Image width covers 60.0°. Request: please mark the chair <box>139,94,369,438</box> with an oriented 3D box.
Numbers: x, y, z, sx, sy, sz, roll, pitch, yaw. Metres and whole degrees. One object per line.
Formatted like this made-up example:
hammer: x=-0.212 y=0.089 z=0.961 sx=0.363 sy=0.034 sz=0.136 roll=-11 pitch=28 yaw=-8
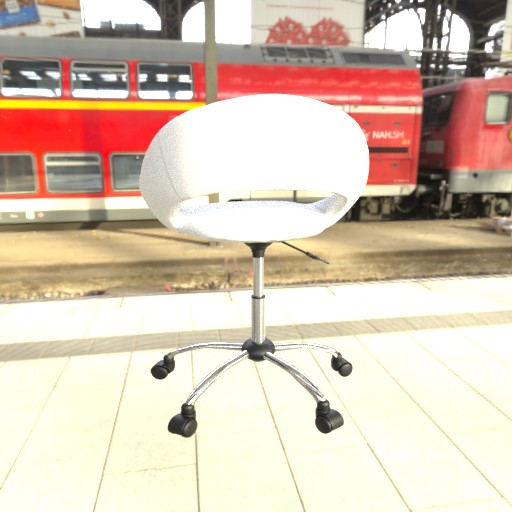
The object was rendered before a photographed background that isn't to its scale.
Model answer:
chair: x=0.000 y=0.000 z=1.215 sx=0.612 sy=0.791 sz=0.538 roll=-3 pitch=14 yaw=-11
